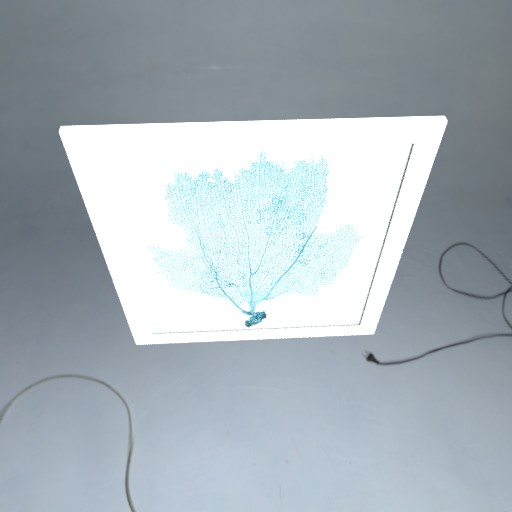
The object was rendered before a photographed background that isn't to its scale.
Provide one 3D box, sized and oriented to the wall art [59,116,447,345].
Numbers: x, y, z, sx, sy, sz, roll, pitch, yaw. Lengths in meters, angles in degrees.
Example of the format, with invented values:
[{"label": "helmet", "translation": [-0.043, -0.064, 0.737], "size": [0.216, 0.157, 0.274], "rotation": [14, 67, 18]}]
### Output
[{"label": "wall art", "translation": [0.000, 0.000, 0.880], "size": [0.584, 0.584, 0.013], "rotation": [-2, 47, -2]}]
